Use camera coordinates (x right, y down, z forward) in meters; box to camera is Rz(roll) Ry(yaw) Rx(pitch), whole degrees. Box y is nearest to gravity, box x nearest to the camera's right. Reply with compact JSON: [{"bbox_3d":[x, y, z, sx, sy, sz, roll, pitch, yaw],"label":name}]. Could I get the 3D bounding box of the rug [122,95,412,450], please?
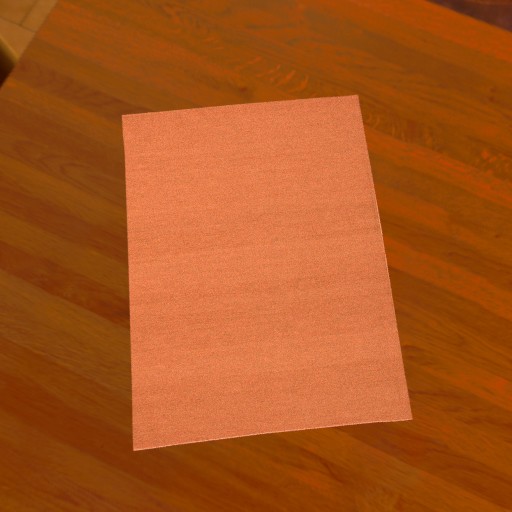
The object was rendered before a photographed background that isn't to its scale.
[{"bbox_3d":[0.000,0.000,4.177,2.434,0.045,3.202,-5,77,-1],"label":"rug"}]
